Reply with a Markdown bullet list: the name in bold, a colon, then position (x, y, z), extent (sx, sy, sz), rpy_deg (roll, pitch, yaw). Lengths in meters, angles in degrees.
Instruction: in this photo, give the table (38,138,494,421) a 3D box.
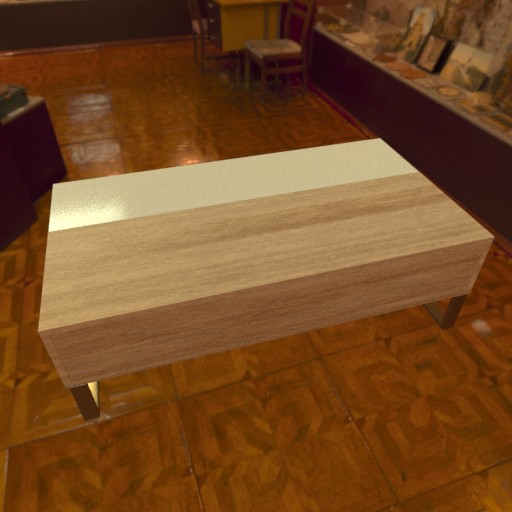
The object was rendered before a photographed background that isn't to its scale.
- **table**: position (0.000, 0.000, 1.350), extent (1.100, 0.350, 0.600), rpy_deg (-11, 41, -13)
